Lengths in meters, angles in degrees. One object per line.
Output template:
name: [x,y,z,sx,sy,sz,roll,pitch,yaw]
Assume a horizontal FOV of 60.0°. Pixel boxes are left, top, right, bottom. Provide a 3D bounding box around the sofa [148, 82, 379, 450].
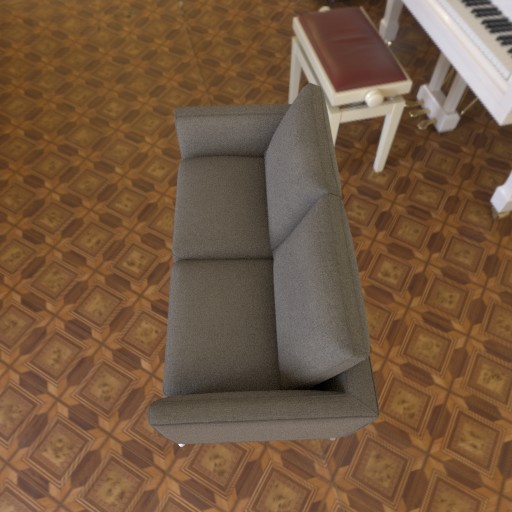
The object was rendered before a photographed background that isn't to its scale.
sofa: [0.000,0.000,2.095,0.803,0.924,1.594,-2,58,-1]
